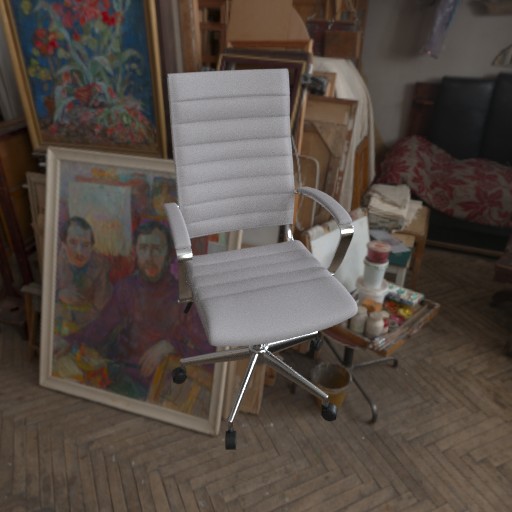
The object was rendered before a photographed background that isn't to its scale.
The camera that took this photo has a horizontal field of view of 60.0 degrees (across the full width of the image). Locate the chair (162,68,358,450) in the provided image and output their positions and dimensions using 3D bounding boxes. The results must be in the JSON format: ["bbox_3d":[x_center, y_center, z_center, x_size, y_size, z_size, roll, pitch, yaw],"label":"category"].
[{"bbox_3d":[0.000,0.000,1.575,0.679,1.149,0.667,-9,31,-15],"label":"chair"}]
